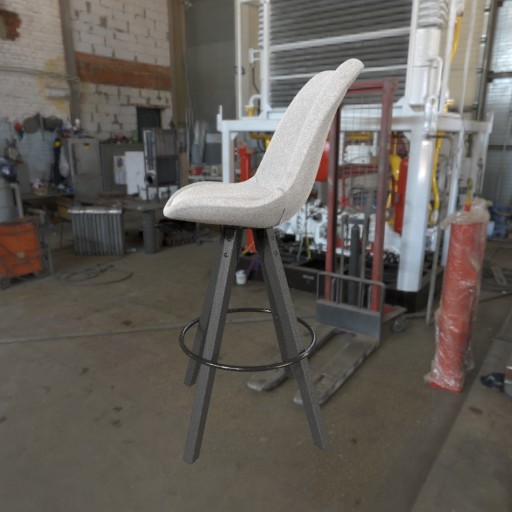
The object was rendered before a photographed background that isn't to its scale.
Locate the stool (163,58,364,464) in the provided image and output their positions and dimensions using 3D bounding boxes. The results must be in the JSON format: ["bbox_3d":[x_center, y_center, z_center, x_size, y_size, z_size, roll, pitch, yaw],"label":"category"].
[{"bbox_3d":[0.000,0.000,1.387,0.550,1.115,0.485,-2,15,-8],"label":"stool"}]
